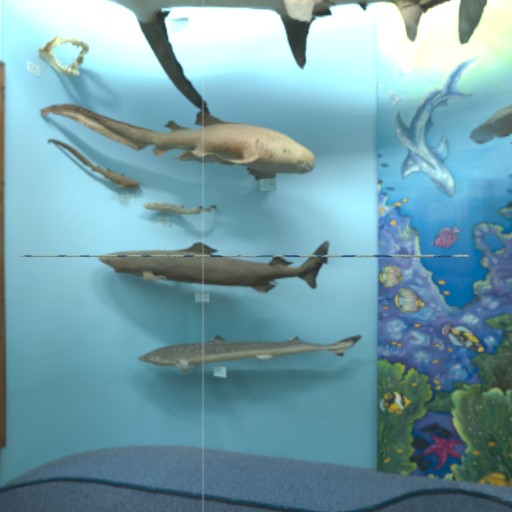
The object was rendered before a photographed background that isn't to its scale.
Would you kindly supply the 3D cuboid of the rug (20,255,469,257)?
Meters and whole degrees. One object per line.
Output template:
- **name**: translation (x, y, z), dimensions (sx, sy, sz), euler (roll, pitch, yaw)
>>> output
- **rug**: translation (0.000, 0.000, 2.275), dimensions (1.830, 0.008, 1.225), euler (0, 0, 18)
